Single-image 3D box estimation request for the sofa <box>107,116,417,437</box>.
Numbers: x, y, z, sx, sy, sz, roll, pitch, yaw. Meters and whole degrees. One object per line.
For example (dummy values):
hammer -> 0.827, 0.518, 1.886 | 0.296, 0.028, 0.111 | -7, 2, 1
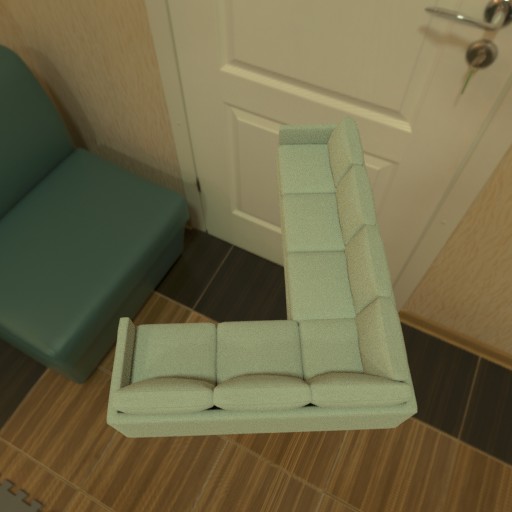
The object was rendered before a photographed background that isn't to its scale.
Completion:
sofa -> 0.000, 0.000, 4.550 | 2.522, 0.934, 3.333 | -2, 59, -1
